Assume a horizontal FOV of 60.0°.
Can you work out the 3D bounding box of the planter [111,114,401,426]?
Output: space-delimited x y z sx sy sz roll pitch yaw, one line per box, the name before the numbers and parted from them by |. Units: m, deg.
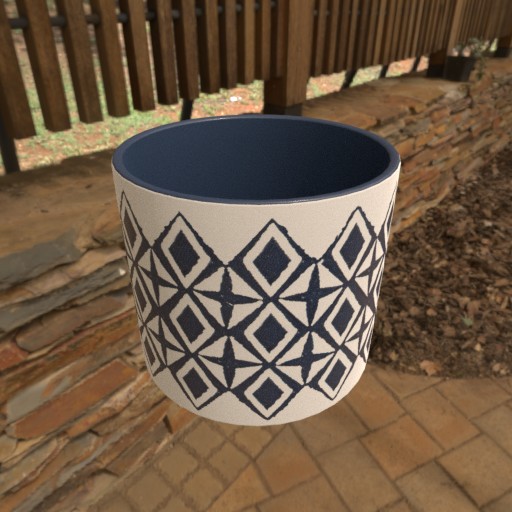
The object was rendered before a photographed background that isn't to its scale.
planter | 0.000 0.000 0.405 0.224 0.203 0.224 0 31 0
